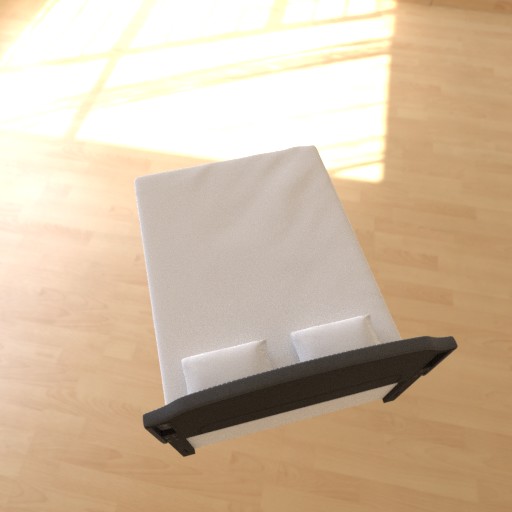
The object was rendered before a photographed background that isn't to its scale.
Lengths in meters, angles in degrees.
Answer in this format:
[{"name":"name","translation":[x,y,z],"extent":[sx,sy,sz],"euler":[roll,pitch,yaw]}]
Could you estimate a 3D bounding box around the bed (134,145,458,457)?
[{"name":"bed","translation":[0.000,0.000,2.922],"extent":[1.558,1.270,1.999],"euler":[-12,60,-7]}]
